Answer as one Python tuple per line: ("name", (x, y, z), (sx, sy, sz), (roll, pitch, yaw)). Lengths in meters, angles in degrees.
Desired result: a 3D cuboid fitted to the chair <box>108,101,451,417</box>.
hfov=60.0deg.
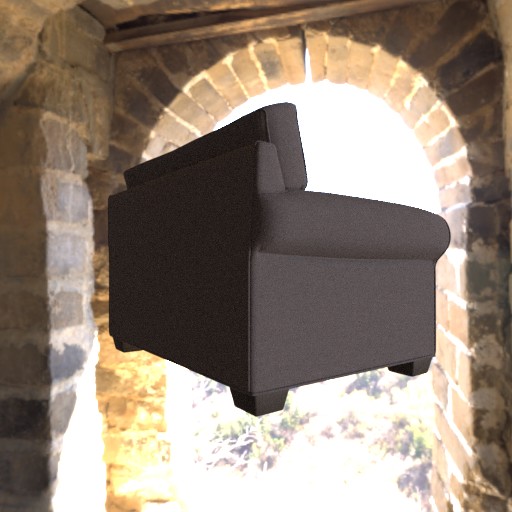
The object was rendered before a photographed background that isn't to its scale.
("chair", (0.000, 0.000, 1.992), (0.930, 0.930, 1.390), (0, -1, -36))
